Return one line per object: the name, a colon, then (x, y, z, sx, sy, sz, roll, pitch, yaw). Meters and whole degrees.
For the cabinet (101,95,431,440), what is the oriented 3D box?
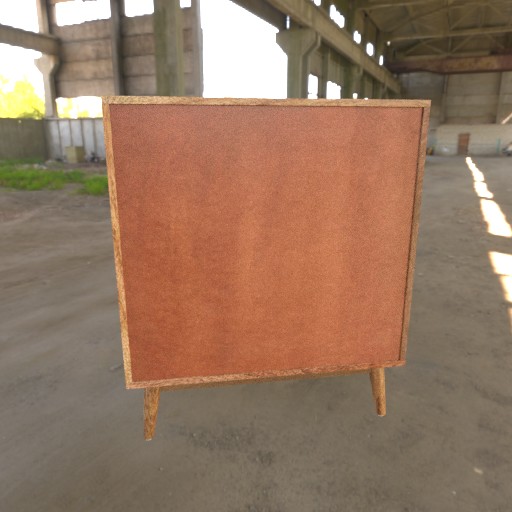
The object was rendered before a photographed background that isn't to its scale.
cabinet: (0.000, 0.000, 1.178, 0.647, 0.758, 0.473, -2, 15, -9)
